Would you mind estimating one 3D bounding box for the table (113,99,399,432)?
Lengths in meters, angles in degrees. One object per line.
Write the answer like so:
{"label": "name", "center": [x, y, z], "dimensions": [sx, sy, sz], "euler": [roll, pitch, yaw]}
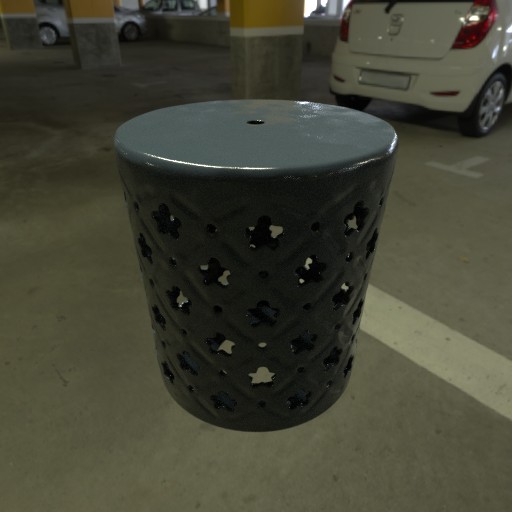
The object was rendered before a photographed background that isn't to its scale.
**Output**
{"label": "table", "center": [0.000, 0.000, 0.652], "dimensions": [0.352, 0.387, 0.352], "euler": [0, 30, 0]}
